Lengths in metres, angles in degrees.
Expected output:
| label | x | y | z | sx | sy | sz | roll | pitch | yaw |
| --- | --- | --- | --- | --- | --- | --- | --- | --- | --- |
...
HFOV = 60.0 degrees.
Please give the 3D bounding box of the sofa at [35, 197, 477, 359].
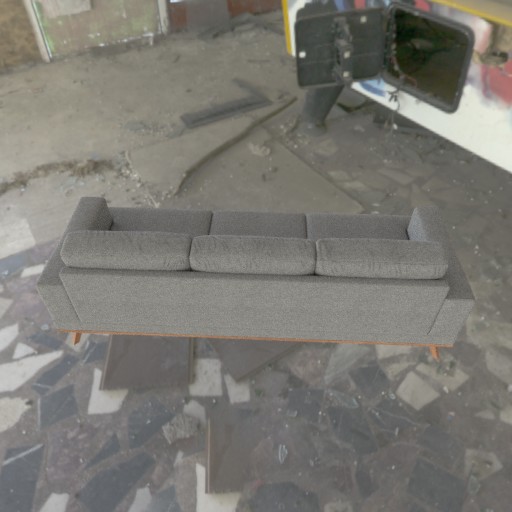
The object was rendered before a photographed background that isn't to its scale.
| label | x | y | z | sx | sy | sz | roll | pitch | yaw |
| --- | --- | --- | --- | --- | --- | --- | --- | --- | --- |
| sofa | 0.000 | 0.000 | 2.724 | 2.310 | 0.810 | 0.920 | 2 | 46 | 2 |
